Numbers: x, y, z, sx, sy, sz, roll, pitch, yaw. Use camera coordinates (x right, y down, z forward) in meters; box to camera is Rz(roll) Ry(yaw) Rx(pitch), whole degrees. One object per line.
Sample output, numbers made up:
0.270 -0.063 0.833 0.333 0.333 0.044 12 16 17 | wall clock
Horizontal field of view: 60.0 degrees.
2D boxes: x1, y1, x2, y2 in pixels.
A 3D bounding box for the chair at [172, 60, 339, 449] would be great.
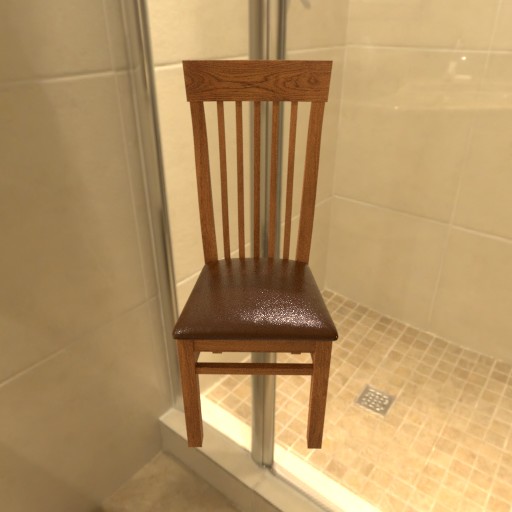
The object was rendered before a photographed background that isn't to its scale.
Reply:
0.000 0.000 1.349 0.450 1.050 0.580 0 29 1 | chair
